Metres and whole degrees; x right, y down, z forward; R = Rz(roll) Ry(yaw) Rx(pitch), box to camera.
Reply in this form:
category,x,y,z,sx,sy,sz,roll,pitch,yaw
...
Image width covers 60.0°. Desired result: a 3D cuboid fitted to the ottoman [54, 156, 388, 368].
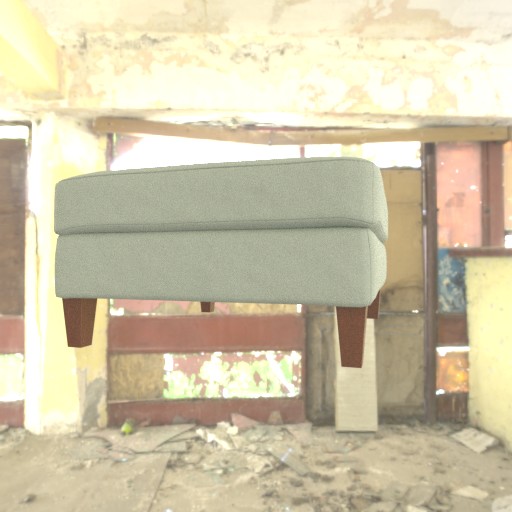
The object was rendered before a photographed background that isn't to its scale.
category,x,y,z,sx,sy,sz,roll,pitch,yaw
ottoman,0.000,0.000,1.494,0.842,0.494,0.991,0,-1,18
